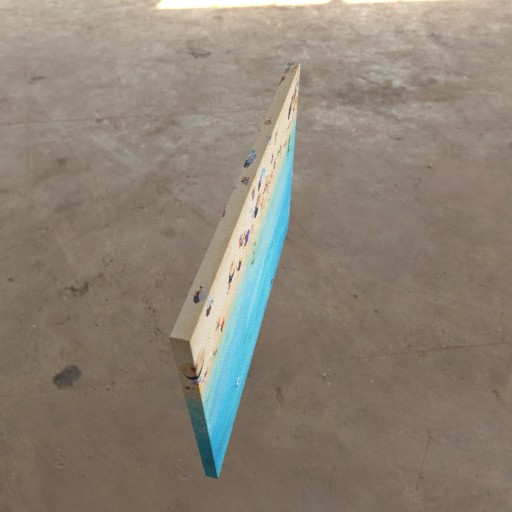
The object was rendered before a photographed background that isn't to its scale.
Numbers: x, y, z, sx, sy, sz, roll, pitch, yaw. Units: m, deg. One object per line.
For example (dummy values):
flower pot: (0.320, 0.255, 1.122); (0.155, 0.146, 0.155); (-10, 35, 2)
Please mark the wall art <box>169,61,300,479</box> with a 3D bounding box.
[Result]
wall art: (0.000, 0.000, 1.424); (0.040, 0.769, 1.136); (10, 48, 9)
